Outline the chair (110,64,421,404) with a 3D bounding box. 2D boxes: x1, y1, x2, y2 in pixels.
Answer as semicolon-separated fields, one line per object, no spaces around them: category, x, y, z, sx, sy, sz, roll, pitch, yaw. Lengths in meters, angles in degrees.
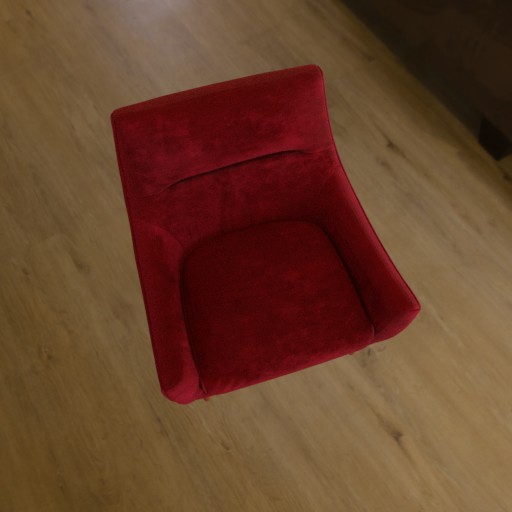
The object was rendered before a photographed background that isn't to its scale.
chair;0.000;0.000;1.478;0.762;0.838;0.787;-16;66;-7
